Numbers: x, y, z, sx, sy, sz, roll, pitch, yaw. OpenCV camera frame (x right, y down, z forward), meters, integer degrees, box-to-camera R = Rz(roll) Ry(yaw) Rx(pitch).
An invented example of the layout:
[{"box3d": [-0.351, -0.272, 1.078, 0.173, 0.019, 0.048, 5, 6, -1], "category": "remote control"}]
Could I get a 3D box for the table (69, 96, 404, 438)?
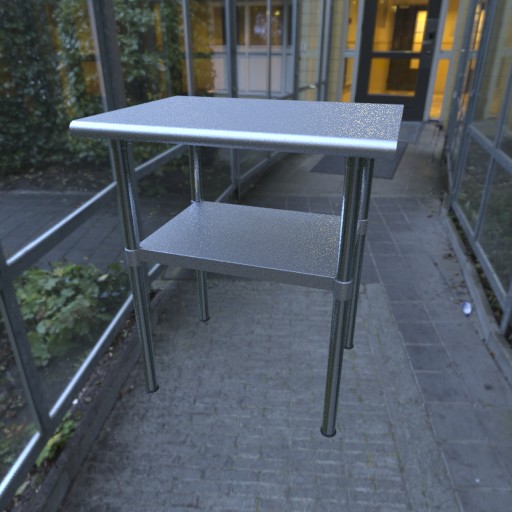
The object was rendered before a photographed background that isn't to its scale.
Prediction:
[{"box3d": [0.000, 0.000, 1.402, 0.762, 0.876, 0.584, 8, 27, 16], "category": "table"}]
